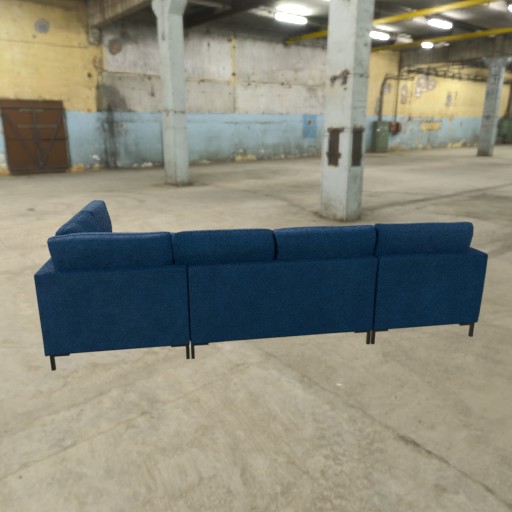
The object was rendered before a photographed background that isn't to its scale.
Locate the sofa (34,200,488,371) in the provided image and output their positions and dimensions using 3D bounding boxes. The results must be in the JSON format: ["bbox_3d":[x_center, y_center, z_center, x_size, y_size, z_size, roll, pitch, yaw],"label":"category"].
[{"bbox_3d":[0.000,0.000,4.274,3.434,0.992,2.055,-3,16,-9],"label":"sofa"}]
